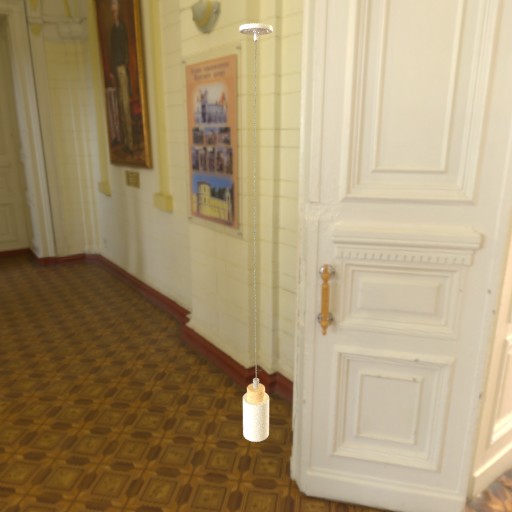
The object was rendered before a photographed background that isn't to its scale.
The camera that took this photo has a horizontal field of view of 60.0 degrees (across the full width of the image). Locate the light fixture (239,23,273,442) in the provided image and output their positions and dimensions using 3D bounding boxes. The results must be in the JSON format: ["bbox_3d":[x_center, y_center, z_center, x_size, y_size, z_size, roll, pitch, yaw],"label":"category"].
[{"bbox_3d":[0.000,0.000,1.919,0.125,1.798,0.125,2,16,8],"label":"light fixture"}]
